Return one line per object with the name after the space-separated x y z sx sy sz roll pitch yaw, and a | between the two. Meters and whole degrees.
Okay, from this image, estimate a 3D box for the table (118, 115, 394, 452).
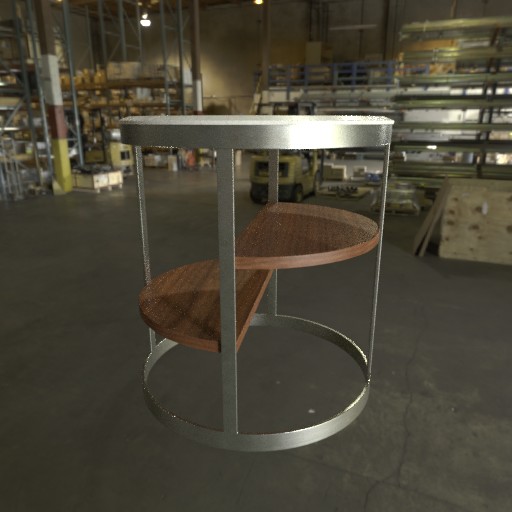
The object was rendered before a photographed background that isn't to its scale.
0.000 0.000 0.744 0.407 0.447 0.407 0 17 0 | table
